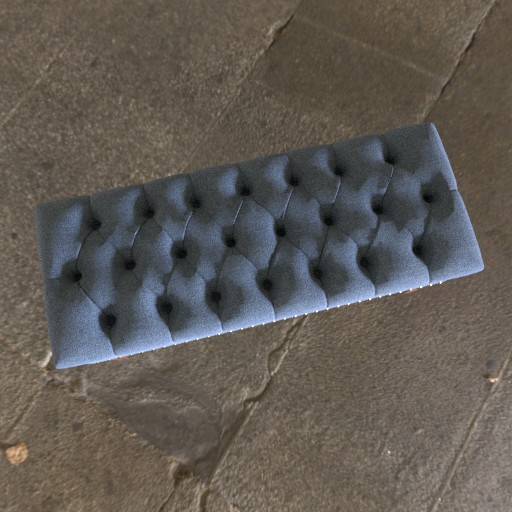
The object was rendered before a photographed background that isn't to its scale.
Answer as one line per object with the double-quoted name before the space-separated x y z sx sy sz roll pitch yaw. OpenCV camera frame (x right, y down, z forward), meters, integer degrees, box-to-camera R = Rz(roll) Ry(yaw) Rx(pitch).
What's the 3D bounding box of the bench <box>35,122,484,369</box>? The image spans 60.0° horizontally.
"bench" 0.000 0.000 1.291 1.052 0.492 0.417 -13 77 -3
